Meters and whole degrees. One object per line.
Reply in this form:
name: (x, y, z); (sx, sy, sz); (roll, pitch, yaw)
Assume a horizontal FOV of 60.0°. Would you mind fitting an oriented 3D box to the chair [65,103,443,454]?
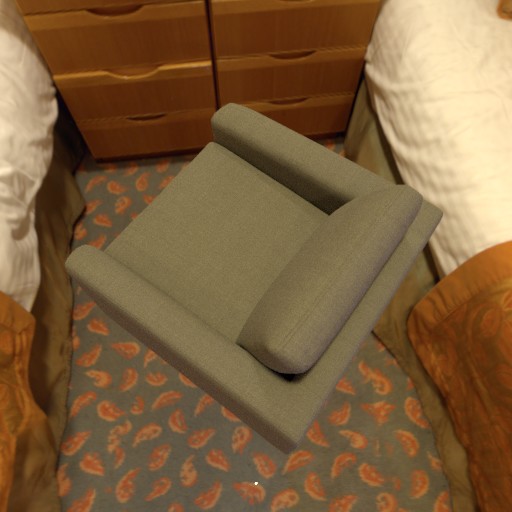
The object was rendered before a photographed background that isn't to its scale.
chair: (0.000, 0.000, 1.865); (1.100, 0.847, 1.070); (33, 67, 16)
